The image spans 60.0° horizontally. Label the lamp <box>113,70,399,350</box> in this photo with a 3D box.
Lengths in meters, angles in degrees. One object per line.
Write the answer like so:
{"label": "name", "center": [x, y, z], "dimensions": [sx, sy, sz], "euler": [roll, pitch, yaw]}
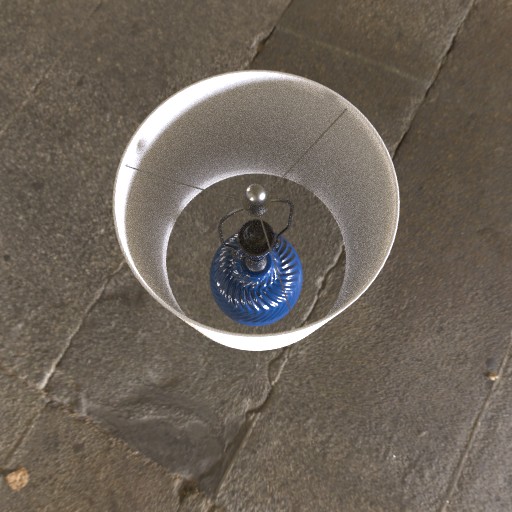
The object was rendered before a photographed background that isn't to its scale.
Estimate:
{"label": "lamp", "center": [0.000, 0.000, 0.487], "dimensions": [0.203, 0.368, 0.203], "euler": [-15, 76, -4]}
